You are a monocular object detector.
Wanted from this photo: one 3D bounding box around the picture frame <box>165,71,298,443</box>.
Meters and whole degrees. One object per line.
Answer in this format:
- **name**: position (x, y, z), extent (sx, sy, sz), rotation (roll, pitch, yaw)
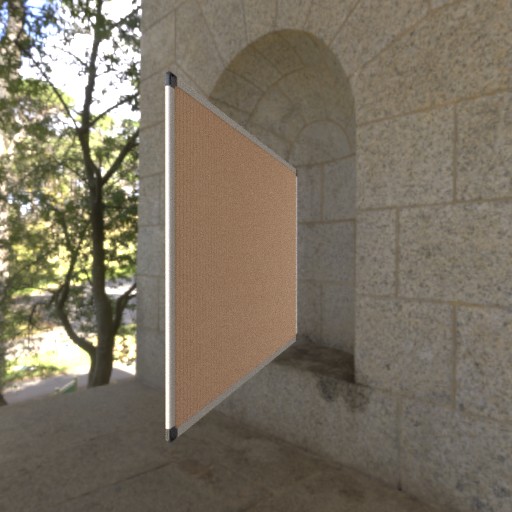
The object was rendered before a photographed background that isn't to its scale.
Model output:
- **picture frame**: position (0.000, 0.000, 1.135), extent (0.010, 0.600, 0.900), rotation (0, 0, 18)
